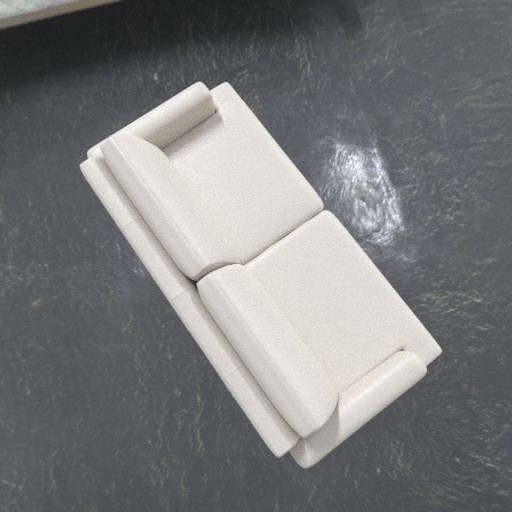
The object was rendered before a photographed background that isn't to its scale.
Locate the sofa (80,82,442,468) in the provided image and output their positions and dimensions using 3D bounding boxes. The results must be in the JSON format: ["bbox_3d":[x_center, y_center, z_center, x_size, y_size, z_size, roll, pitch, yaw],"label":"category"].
[{"bbox_3d":[0.000,0.000,2.346,0.974,0.765,1.940,-35,79,-8],"label":"sofa"}]
